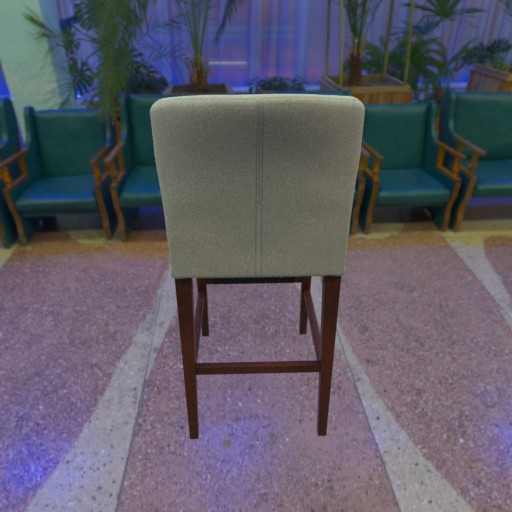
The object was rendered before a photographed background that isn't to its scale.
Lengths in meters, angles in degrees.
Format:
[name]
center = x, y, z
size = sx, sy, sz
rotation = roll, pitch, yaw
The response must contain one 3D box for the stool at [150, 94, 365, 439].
[stool]
center = 0.000, 0.000, 1.370
size = 0.479, 1.069, 0.568
rotation = -1, 32, -1
